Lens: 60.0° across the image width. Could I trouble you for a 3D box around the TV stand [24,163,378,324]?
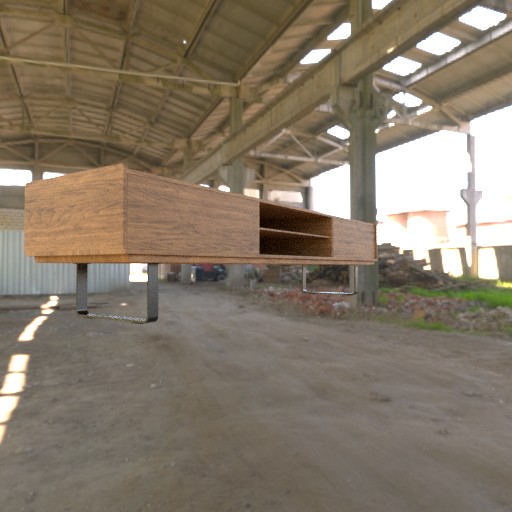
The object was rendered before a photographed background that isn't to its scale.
[{"bbox_3d":[0.000,0.000,1.947,0.467,0.415,1.796,-1,-2,34],"label":"TV stand"}]
